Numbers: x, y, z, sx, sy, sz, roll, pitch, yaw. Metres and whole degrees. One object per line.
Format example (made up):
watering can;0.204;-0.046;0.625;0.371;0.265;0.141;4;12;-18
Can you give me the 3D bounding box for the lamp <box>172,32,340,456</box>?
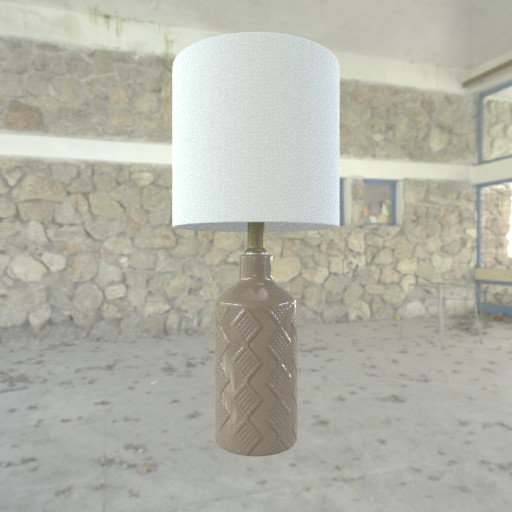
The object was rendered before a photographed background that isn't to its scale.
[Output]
lamp;0.000;0.000;0.558;0.207;0.461;0.207;0;0;-18
